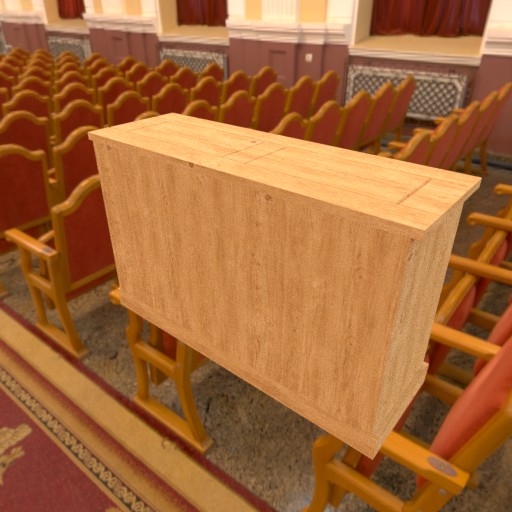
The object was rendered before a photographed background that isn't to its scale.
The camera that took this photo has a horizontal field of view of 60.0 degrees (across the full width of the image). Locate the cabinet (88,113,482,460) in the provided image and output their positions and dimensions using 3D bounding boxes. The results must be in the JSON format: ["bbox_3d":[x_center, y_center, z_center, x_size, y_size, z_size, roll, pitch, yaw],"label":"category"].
[{"bbox_3d":[0.000,0.000,1.691,1.321,0.810,0.432,22,37,33],"label":"cabinet"}]
